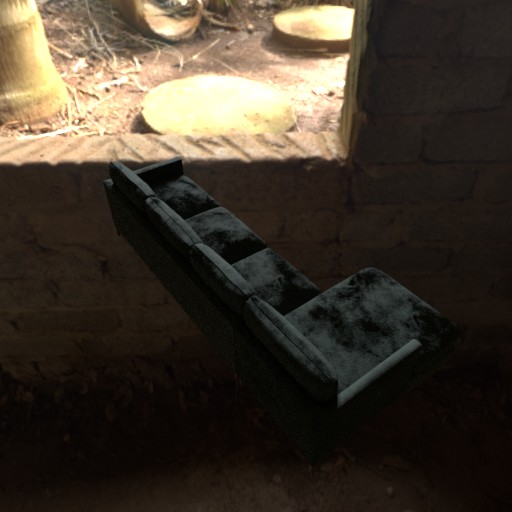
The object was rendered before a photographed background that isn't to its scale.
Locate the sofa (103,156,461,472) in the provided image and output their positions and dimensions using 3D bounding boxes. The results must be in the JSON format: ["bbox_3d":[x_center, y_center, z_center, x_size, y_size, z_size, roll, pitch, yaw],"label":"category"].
[{"bbox_3d":[0.000,0.000,4.123,1.500,0.967,3.400,-26,48,-27],"label":"sofa"}]
